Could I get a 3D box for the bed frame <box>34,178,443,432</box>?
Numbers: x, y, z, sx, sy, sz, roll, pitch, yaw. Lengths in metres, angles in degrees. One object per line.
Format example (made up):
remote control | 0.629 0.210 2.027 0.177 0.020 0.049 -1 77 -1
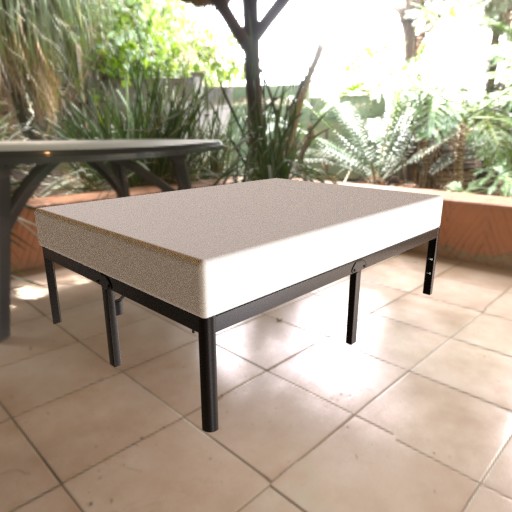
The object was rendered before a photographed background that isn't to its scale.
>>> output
bed frame | 0.000 0.000 2.649 1.408 0.659 1.956 15 22 42
